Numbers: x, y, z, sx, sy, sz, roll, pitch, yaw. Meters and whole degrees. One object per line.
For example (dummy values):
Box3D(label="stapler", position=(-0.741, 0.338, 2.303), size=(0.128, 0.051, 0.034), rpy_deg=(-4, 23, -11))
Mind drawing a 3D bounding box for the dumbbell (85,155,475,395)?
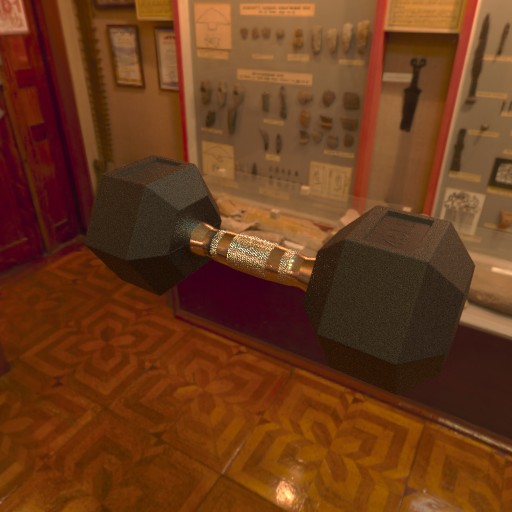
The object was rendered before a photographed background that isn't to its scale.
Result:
Box3D(label="dumbbell", position=(0.000, 0.000, 0.413), size=(0.356, 0.123, 0.141), rpy_deg=(18, 35, 27))
